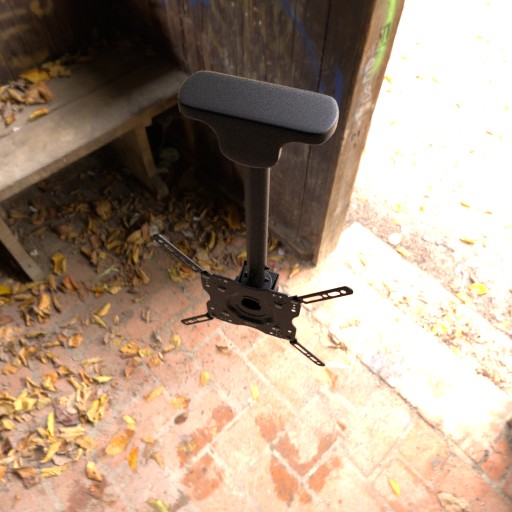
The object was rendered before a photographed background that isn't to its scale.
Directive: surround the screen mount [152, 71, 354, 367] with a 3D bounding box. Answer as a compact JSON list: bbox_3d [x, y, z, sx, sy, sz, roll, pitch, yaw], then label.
[{"bbox_3d":[0.000,0.000,0.875,0.393,0.729,0.090,15,58,10],"label":"screen mount"}]
